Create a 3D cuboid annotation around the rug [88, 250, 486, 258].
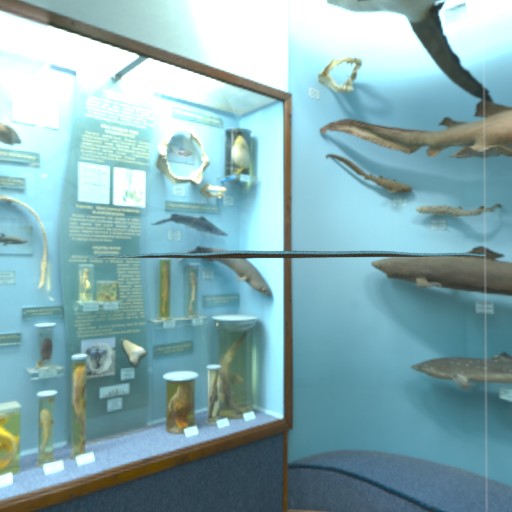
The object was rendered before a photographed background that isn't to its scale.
[{"bbox_3d":[0.000,0.000,2.343,1.195,0.014,1.847,1,-1,-38],"label":"rug"}]
